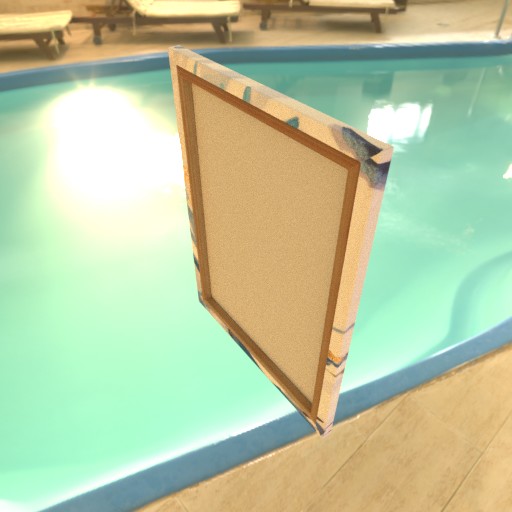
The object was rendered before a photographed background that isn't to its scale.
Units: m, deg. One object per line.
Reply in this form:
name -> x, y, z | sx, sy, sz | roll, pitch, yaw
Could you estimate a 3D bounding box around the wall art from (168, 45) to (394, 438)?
wall art -> 0.000, 0.000, 1.331 | 0.038, 1.015, 0.761 | -26, 47, -27
